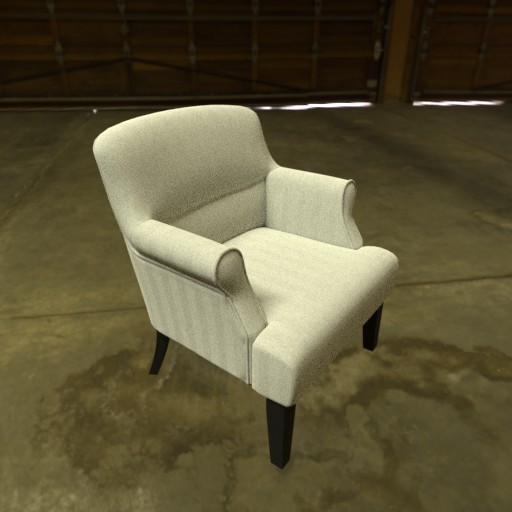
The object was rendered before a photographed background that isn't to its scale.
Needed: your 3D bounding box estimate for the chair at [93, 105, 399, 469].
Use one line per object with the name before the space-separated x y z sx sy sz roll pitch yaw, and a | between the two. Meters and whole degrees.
chair | 0.000 0.000 1.478 0.750 0.875 0.781 18 32 32
